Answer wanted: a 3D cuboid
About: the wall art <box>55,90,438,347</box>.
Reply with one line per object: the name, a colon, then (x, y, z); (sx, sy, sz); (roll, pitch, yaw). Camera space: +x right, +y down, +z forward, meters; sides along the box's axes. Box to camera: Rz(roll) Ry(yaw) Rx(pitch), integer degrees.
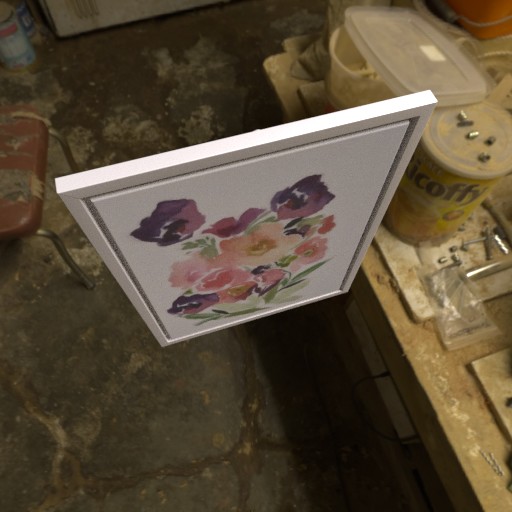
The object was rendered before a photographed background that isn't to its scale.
wall art: (0.000, 0.000, 1.373); (0.805, 1.056, 0.042); (-15, 64, -8)
